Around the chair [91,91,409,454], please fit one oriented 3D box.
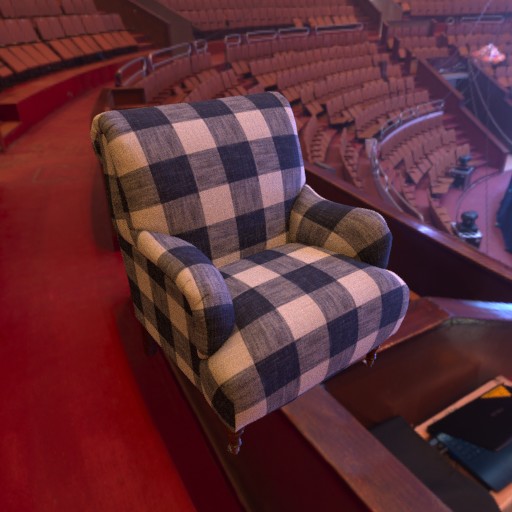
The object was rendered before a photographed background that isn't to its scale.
[{"bbox_3d":[0.000,0.000,1.552,0.781,0.953,0.848,-20,35,-32],"label":"chair"}]
